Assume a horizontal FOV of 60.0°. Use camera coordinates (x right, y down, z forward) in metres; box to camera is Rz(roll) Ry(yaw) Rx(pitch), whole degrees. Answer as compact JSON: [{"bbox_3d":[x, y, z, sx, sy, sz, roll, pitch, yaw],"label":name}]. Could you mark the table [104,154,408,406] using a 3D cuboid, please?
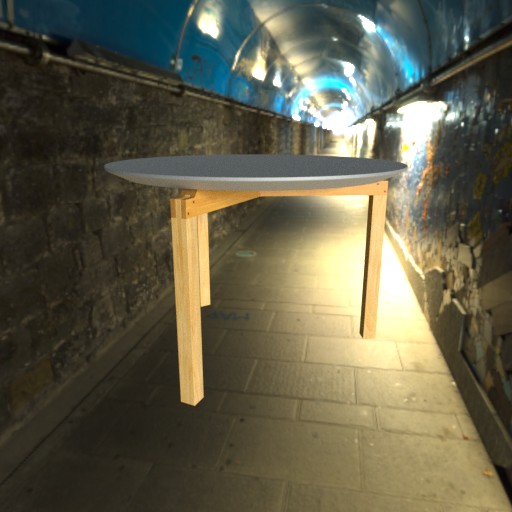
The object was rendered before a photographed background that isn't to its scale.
[{"bbox_3d":[0.000,0.000,0.977,0.600,0.405,0.600,0,16,0],"label":"table"}]
